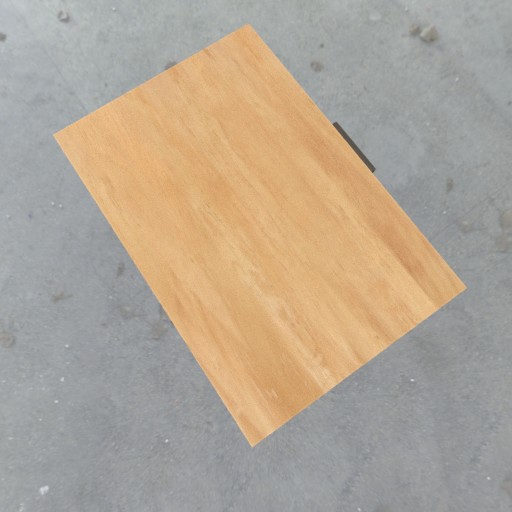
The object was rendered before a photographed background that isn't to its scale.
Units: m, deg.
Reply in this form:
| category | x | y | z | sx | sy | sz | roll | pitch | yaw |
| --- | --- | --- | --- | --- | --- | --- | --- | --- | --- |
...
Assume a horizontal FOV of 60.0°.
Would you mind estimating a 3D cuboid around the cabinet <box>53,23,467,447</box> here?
| category | x | y | z | sx | sy | sz | roll | pitch | yaw |
| --- | --- | --- | --- | --- | --- | --- | --- | --- | --- |
| cabinet | 0.000 | 0.000 | 0.953 | 0.394 | 0.599 | 0.551 | -34 | 78 | -8 |
